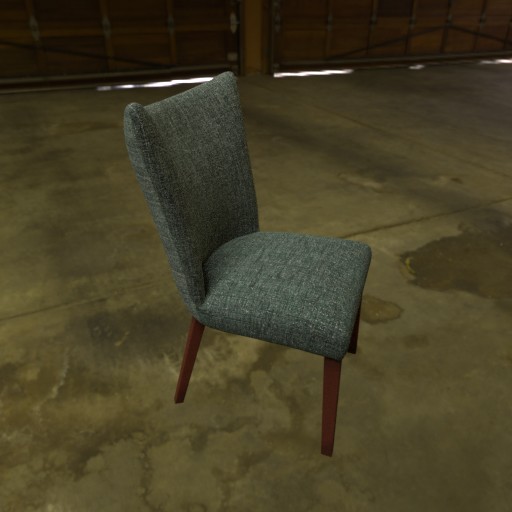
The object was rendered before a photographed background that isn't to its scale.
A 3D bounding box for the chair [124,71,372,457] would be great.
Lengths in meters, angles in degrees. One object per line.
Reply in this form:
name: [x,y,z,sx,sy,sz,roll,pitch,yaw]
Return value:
chair: [0.000,0.000,1.287,0.623,0.924,0.535,10,31,17]
